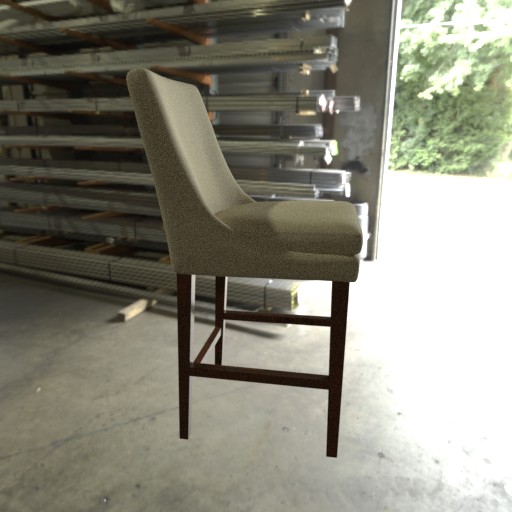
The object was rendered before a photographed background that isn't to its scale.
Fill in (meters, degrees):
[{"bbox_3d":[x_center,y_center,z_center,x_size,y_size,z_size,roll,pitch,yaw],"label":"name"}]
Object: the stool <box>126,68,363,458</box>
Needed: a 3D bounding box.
[{"bbox_3d":[0.000,0.000,1.293,0.577,0.981,0.470,3,16,9],"label":"stool"}]
